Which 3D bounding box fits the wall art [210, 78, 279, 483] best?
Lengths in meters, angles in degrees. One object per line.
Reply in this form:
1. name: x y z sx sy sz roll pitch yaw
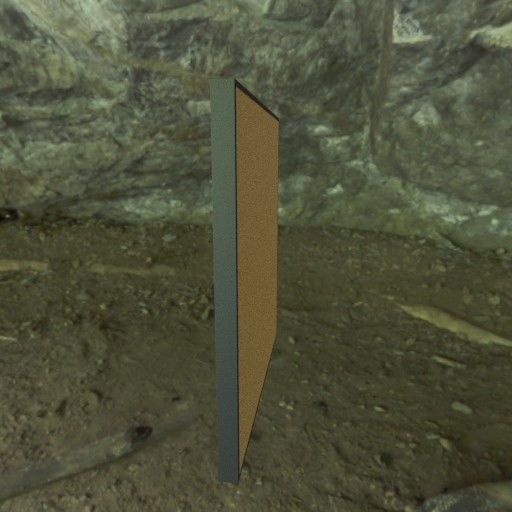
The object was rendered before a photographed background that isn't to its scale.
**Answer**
1. wall art: 0.000 0.000 0.787 0.028 0.511 0.513 2 13 8
